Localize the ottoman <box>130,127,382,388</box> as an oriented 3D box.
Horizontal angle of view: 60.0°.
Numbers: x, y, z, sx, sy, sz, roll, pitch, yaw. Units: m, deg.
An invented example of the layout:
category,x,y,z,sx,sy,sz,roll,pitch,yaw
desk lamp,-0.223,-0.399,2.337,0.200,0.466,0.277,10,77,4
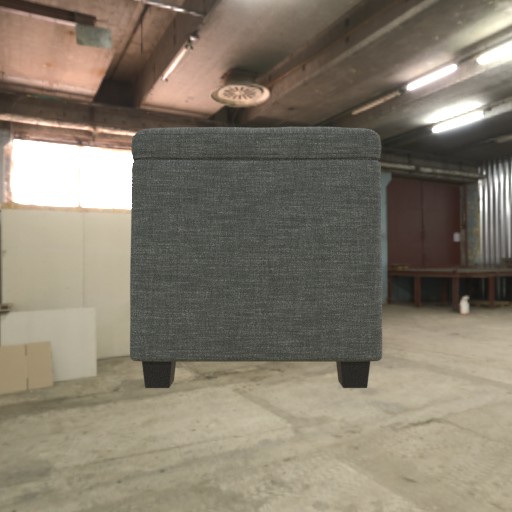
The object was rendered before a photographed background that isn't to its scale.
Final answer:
category,x,y,z,sx,sy,sz,roll,pitch,yaw
ottoman,0.000,0.000,1.131,0.419,0.432,0.902,0,-1,0
